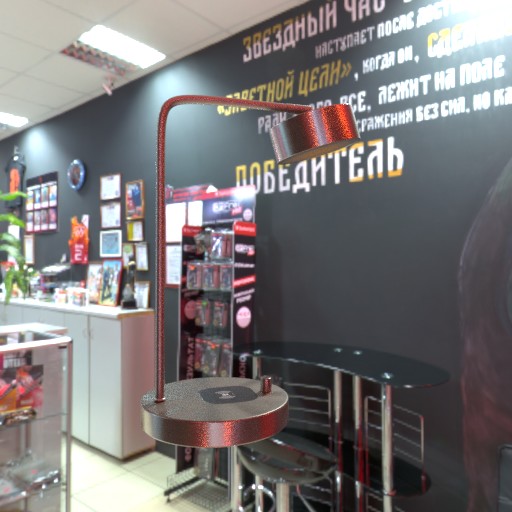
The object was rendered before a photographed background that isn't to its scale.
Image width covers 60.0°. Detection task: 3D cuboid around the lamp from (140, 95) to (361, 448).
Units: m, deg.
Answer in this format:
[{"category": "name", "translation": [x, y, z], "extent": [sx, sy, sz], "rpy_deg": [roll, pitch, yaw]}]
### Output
[{"category": "lamp", "translation": [0.000, 0.000, 0.663], "extent": [0.334, 0.469, 0.211], "rpy_deg": [0, -1, -18]}]
